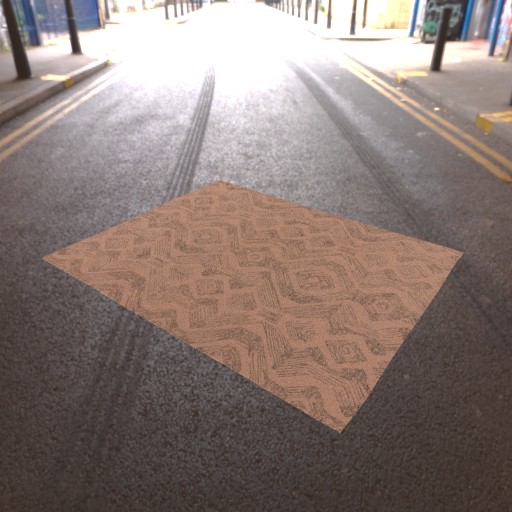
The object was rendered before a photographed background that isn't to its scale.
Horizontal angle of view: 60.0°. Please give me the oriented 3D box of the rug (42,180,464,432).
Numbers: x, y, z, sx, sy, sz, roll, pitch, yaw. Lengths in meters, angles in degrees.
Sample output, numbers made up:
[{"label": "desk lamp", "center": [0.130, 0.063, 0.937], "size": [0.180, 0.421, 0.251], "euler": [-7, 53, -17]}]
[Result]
[{"label": "rug", "center": [0.000, 0.000, 4.054], "size": [3.054, 0.030, 2.430], "euler": [22, 37, 32]}]
